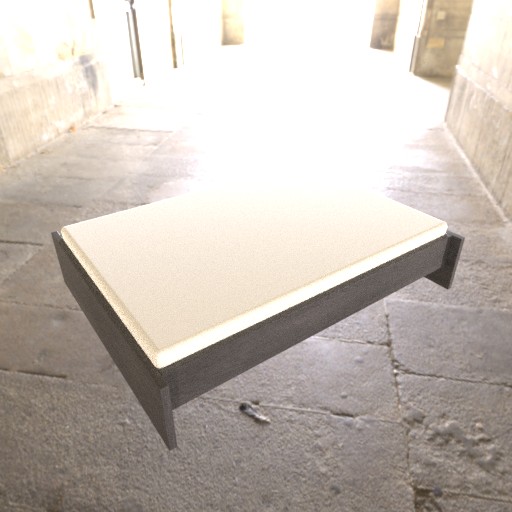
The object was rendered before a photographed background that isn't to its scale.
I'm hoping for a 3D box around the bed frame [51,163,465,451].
[{"bbox_3d":[0.000,0.000,2.700,1.950,0.432,1.490,-21,37,-30],"label":"bed frame"}]
